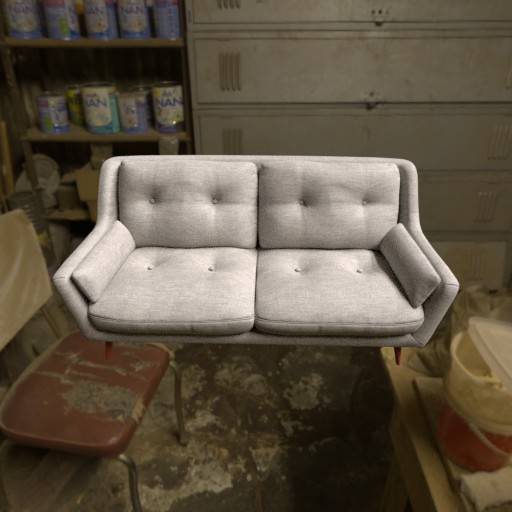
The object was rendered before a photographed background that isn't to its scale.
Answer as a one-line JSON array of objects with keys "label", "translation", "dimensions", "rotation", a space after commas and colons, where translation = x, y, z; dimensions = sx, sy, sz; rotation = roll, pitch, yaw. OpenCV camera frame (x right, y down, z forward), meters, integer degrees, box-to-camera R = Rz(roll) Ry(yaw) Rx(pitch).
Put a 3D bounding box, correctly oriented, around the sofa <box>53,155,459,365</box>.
[{"label": "sofa", "translation": [0.000, 0.000, 2.488], "dimensions": [1.930, 0.897, 0.976], "rotation": [1, 29, 1]}]
